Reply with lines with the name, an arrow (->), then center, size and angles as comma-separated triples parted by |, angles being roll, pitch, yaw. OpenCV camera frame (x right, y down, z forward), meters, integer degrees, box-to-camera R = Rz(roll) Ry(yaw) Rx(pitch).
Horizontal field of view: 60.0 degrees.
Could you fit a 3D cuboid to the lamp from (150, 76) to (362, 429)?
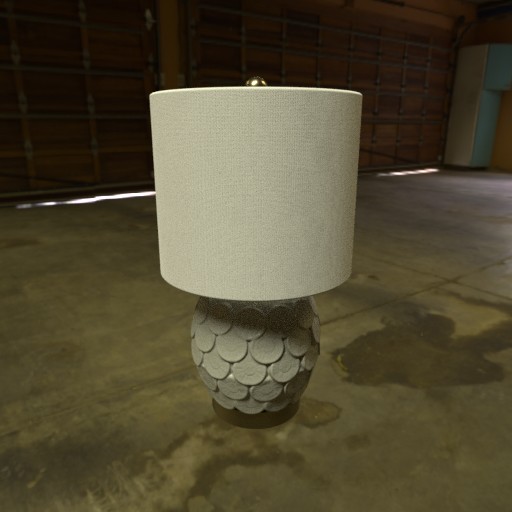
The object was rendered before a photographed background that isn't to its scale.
lamp -> 0.000, 0.000, 0.600 | 0.254, 0.452, 0.254 | 0, 16, 0
